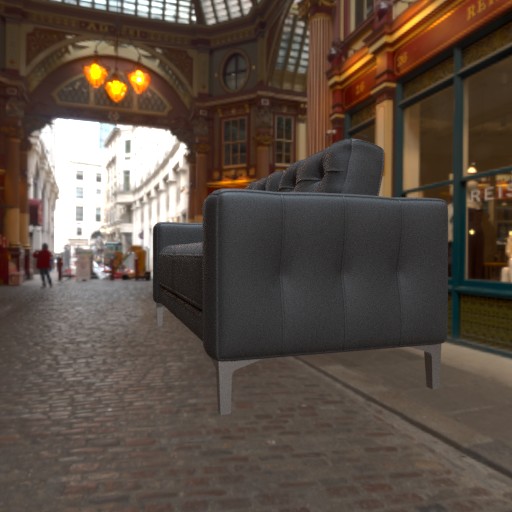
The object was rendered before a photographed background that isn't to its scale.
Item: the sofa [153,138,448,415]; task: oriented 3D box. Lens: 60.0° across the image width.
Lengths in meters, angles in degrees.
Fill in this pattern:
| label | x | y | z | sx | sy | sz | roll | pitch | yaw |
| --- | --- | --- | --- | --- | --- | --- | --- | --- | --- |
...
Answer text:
| label | x | y | z | sx | sy | sz | roll | pitch | yaw |
| --- | --- | --- | --- | --- | --- | --- | --- | --- | --- |
| sofa | 0.000 | 0.000 | 2.164 | 0.833 | 0.893 | 1.726 | 0 | 1 | -19 |
